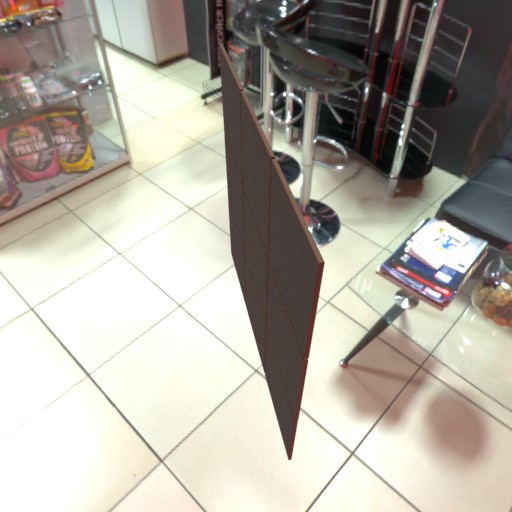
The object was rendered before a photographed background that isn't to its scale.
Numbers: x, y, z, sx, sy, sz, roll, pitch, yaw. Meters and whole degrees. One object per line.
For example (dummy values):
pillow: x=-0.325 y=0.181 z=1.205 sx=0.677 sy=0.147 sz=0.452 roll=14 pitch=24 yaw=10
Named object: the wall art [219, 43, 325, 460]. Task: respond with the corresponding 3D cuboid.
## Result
wall art: x=0.000 y=0.000 z=2.257 sx=0.017 sy=1.521 sz=1.527 roll=-10 pitch=47 yaw=-9
